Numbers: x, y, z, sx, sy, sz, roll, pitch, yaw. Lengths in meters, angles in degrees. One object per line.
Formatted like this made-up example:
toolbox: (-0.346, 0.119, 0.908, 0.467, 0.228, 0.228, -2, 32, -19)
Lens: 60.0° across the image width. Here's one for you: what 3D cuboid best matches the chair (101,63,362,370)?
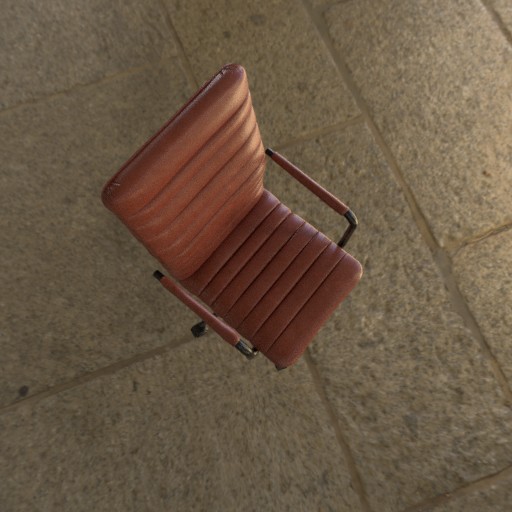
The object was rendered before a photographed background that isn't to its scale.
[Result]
chair: (0.000, 0.000, 1.314, 0.580, 0.979, 0.608, 39, 78, 10)
